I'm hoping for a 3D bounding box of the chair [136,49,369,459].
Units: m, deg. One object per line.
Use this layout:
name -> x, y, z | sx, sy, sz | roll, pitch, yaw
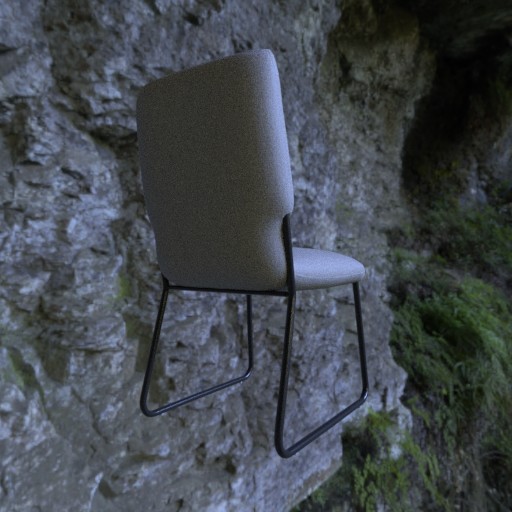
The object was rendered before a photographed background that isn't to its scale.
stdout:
chair -> 0.000, 0.000, 1.206 | 0.448, 0.864, 0.560 | 0, 0, 35
